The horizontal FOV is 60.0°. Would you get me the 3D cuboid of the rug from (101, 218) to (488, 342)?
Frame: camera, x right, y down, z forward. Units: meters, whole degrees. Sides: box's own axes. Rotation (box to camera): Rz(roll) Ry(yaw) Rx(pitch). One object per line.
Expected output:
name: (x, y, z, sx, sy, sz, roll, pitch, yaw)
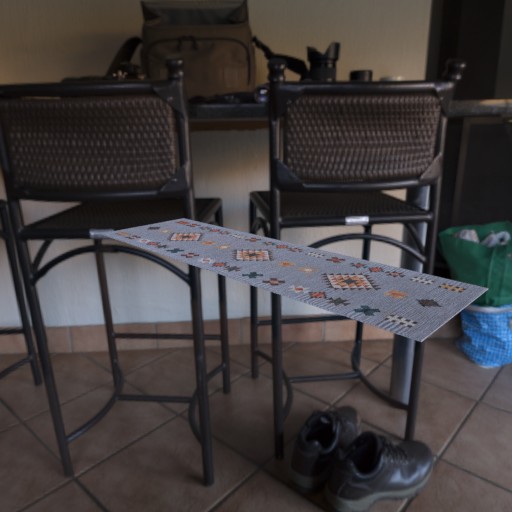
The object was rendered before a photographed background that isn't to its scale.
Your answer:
rug: (0.000, 0.000, 2.720, 2.432, 0.008, 0.766, 15, 22, 41)
